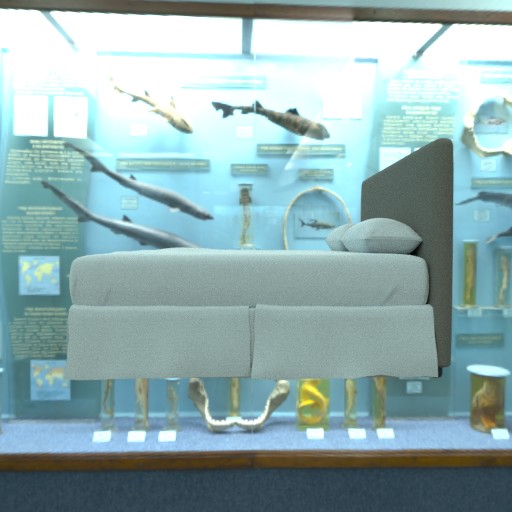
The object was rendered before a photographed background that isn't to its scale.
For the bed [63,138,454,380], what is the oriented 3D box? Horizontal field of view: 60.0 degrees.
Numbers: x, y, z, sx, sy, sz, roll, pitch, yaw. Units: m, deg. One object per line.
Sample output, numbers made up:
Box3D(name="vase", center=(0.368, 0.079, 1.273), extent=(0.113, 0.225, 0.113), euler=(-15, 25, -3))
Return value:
Box3D(name="bed", center=(0.000, 0.000, 3.213), extent=(2.142, 1.330, 1.748), euler=(0, 2, 0))
